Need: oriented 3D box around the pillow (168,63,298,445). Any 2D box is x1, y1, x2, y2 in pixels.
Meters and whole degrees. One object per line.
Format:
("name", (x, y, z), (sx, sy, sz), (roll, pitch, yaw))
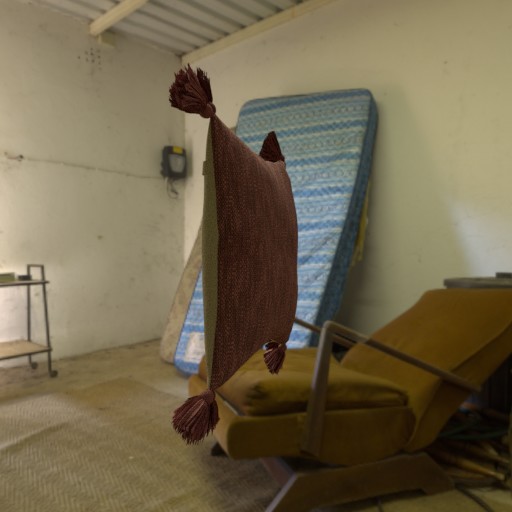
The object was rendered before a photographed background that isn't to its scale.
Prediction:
("pillow", (0.000, 0.000, 0.970), (0.138, 0.659, 0.641), (0, 1, 19))
